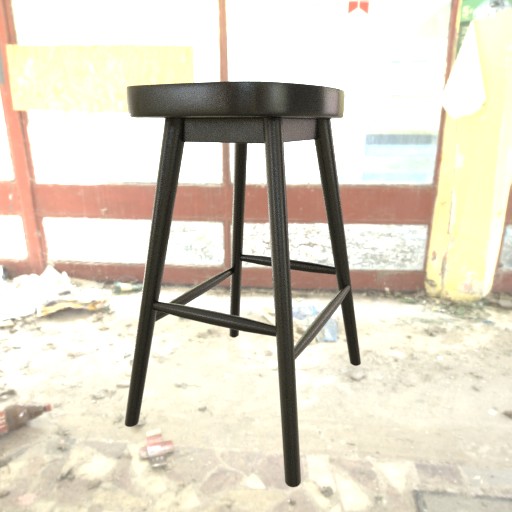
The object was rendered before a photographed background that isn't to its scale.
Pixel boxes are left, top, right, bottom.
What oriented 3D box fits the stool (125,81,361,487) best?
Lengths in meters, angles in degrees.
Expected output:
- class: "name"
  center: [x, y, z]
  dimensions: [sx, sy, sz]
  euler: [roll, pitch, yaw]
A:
- class: "stool"
  center: [0.000, 0.000, 0.880]
  dimensions: [0.361, 0.615, 0.440]
  euler: [8, 18, 25]
